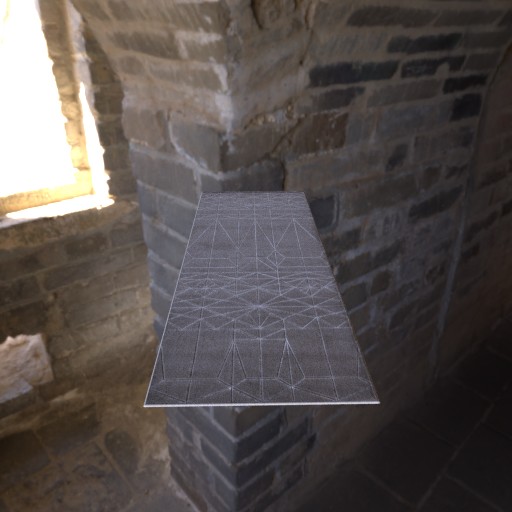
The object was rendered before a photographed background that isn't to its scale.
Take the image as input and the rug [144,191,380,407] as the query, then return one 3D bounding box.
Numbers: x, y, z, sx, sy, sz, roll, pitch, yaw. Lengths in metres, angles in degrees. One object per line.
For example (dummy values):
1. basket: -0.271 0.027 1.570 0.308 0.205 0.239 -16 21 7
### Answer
1. rug: 0.000 0.000 2.681 0.864 0.012 2.388 -1 27 -1
